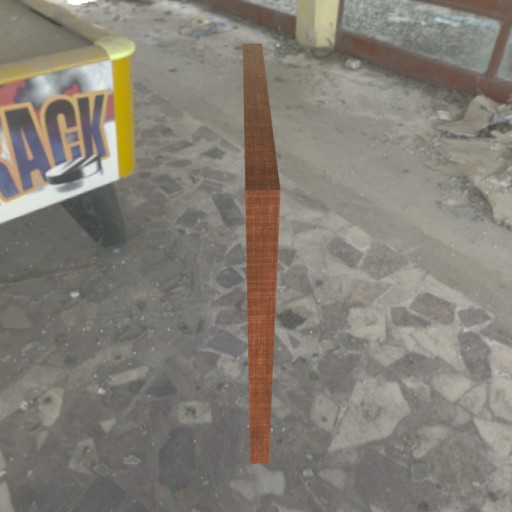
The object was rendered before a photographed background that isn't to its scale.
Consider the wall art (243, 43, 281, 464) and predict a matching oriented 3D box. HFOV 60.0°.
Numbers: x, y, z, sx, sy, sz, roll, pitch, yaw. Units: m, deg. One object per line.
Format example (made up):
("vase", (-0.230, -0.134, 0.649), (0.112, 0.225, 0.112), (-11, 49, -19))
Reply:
("wall art", (0.000, 0.000, 0.775), (0.033, 0.567, 0.467), (-1, 41, -1))
